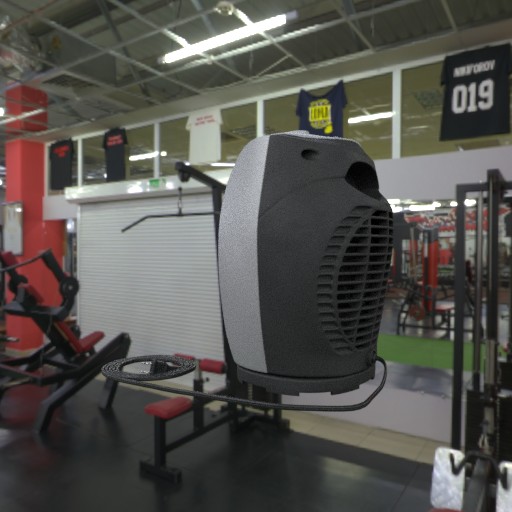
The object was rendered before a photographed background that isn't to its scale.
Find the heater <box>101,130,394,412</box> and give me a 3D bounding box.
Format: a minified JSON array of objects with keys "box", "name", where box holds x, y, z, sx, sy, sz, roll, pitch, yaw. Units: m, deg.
[{"box":[0.000,0.000,0.489,0.291,0.255,0.239,1,1,36],"name":"heater"}]
